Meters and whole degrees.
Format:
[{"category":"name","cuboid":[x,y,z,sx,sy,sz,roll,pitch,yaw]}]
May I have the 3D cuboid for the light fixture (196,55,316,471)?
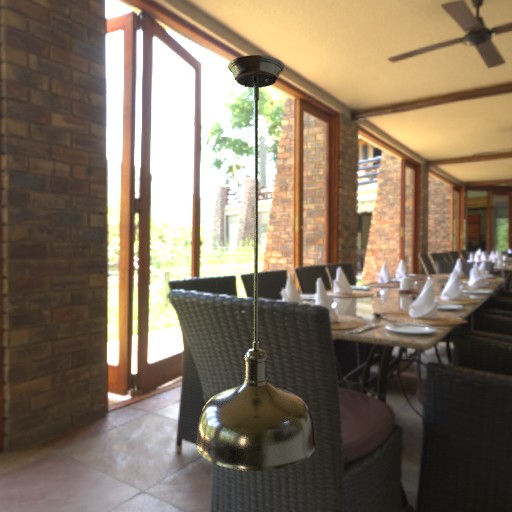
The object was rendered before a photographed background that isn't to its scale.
[{"category":"light fixture","cuboid":[0.000,0.000,1.109,0.299,0.935,0.299,1,1,37]}]
